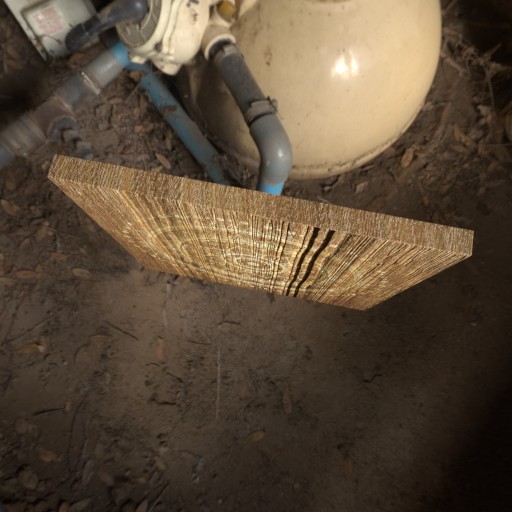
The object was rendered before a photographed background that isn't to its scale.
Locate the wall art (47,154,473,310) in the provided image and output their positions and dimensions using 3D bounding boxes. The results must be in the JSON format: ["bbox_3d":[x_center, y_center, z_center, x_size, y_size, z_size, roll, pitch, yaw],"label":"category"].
[{"bbox_3d":[0.000,0.000,0.918,0.611,0.608,0.042,10,76,3],"label":"wall art"}]
